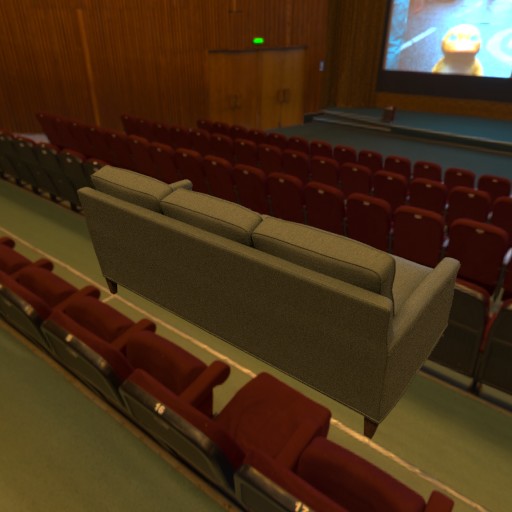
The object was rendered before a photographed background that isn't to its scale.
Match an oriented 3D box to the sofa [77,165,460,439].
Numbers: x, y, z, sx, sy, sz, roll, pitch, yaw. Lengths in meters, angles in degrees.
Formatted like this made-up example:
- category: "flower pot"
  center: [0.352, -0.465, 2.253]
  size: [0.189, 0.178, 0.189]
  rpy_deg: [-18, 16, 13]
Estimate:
- category: "sofa"
  center: [0.000, 0.000, 2.851]
  size: [2.246, 1.003, 1.084]
  rpy_deg: [21, 35, 33]
